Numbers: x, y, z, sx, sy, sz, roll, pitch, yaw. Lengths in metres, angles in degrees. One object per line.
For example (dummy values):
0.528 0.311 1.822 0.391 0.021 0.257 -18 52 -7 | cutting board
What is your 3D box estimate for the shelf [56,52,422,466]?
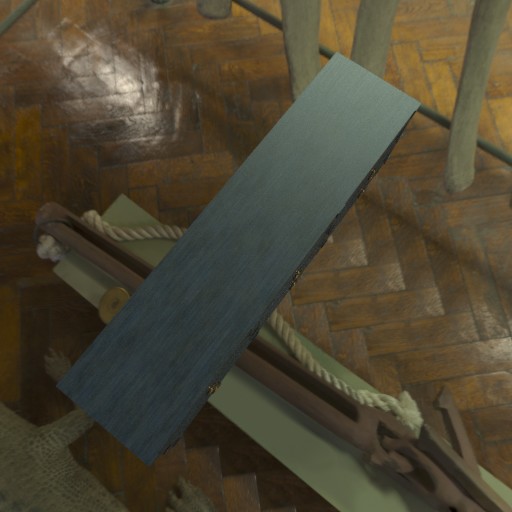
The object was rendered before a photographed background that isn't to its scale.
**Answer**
0.000 0.000 2.175 0.471 0.715 1.878 36 77 9 | shelf
